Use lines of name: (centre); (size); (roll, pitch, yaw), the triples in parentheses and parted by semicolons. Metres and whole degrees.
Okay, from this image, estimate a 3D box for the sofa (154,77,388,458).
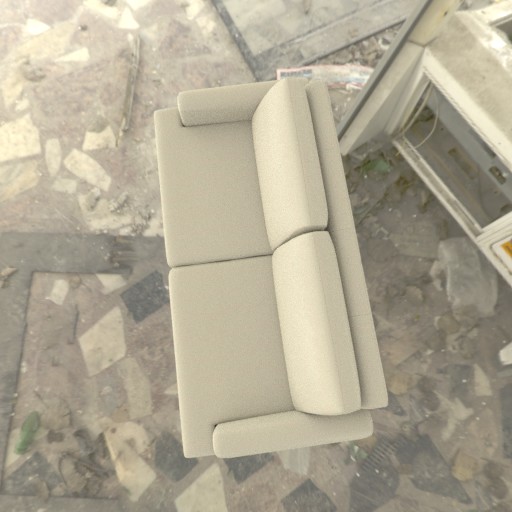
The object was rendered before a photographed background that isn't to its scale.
sofa: (0.000, 0.000, 2.389); (0.974, 0.765, 1.940); (-7, 76, -2)
